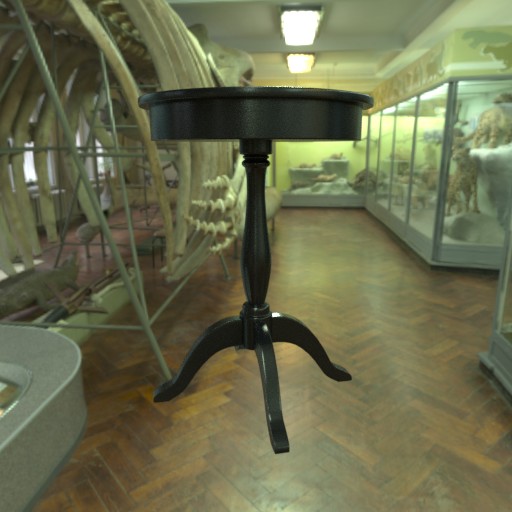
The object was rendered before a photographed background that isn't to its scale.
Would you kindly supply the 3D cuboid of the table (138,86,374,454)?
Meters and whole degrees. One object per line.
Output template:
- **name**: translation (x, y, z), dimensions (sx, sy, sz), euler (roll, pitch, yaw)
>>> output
- **table**: translation (0.000, 0.000, 1.001), dimensions (0.481, 0.665, 0.481), euler (0, 14, 0)
